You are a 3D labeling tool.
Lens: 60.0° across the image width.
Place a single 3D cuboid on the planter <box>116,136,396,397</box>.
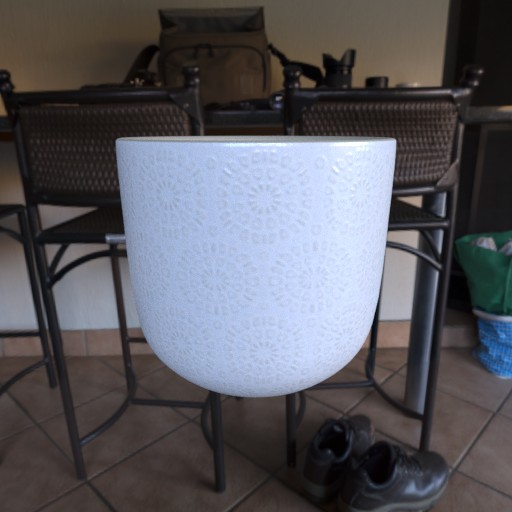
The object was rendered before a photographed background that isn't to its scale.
[{"bbox_3d":[0.000,0.000,0.368,0.208,0.190,0.208,0,16,0],"label":"planter"}]
